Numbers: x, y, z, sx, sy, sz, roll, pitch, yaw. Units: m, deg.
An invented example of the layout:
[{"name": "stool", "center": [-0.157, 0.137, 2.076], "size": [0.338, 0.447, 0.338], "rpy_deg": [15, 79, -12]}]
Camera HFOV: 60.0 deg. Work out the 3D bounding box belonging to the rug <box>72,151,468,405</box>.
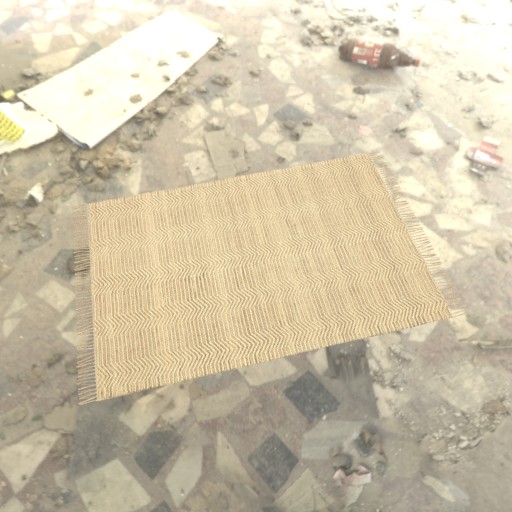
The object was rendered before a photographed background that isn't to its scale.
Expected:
[{"name": "rug", "center": [0.000, 0.000, 2.512], "size": [2.021, 0.027, 1.224], "rpy_deg": [-11, 58, -7]}]
